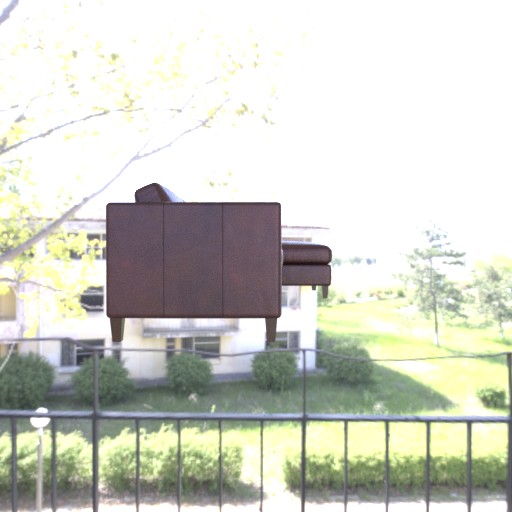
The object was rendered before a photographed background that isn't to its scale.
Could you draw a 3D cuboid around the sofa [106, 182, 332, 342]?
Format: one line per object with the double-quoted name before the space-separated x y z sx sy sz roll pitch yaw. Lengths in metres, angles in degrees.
"sofa" 0.000 0.000 3.929 1.581 0.883 3.203 0 1 0
